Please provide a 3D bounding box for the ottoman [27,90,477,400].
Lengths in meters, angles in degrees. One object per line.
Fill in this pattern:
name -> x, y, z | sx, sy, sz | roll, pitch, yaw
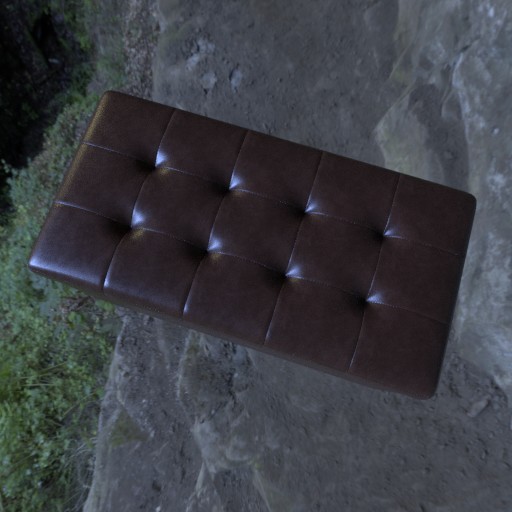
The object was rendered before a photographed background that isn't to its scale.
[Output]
ottoman -> 0.000, 0.000, 1.095 | 0.838, 0.470, 0.432 | 17, 77, 4
